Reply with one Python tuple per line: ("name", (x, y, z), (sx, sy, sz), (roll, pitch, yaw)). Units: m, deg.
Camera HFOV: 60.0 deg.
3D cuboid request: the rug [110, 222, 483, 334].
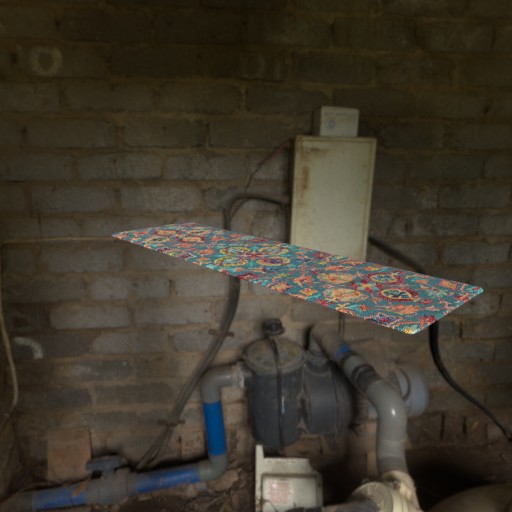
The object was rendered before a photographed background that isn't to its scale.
("rug", (0.000, 0.000, 2.575), (0.686, 0.013, 2.286), (-14, 21, -42))
